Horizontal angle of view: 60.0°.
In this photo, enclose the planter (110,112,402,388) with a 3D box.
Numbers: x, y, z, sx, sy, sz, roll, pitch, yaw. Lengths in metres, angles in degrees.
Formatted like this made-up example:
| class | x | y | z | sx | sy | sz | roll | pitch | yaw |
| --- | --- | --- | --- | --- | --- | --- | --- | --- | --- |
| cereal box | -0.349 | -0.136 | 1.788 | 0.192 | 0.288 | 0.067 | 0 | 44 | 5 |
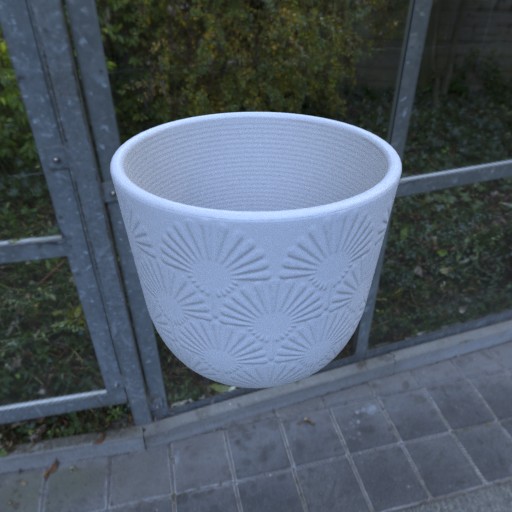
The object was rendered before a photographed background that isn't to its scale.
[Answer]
| class | x | y | z | sx | sy | sz | roll | pitch | yaw |
| --- | --- | --- | --- | --- | --- | --- | --- | --- | --- |
| planter | 0.000 | 0.000 | 0.307 | 0.170 | 0.152 | 0.170 | 0 | 33 | 0 |
